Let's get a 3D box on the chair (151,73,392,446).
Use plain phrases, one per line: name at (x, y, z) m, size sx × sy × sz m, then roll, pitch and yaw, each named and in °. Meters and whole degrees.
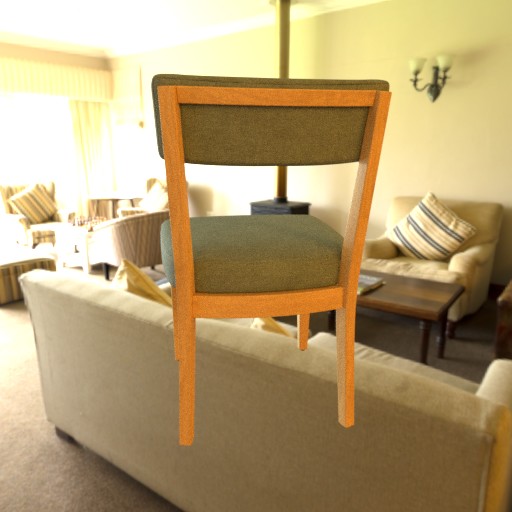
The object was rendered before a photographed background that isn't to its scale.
chair at (0.000, 0.000, 1.182) m, size 0.508 × 0.832 × 0.572 m, roll -2°, pitch 14°, yaw -10°
